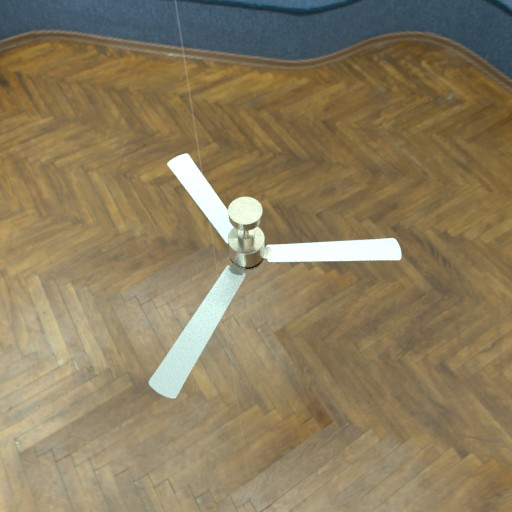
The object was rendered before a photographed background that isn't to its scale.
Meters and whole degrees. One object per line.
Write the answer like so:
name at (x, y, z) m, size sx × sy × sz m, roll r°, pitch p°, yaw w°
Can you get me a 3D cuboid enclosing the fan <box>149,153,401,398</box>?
fan at (0.000, 0.000, 2.329) m, size 1.561 × 0.446 × 1.531 m, roll 13°, pitch 60°, yaw 8°
